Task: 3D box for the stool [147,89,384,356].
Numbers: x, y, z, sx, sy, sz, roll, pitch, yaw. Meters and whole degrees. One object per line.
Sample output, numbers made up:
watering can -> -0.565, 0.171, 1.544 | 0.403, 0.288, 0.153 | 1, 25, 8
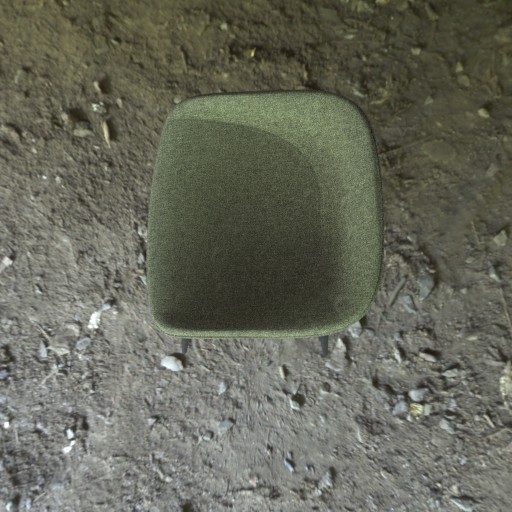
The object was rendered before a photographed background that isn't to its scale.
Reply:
stool -> 0.000, 0.000, 1.122 | 0.480, 0.814, 0.469 | 1, 76, 0
